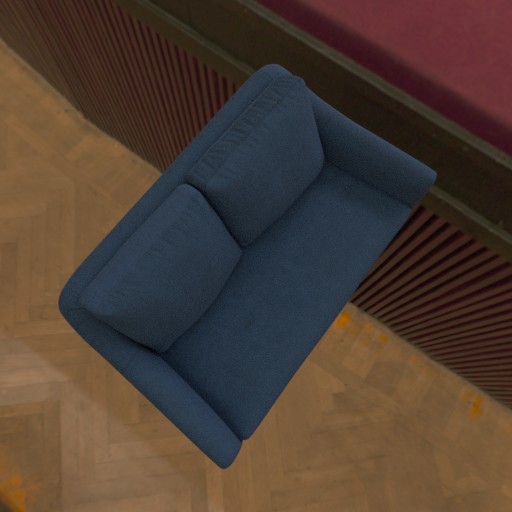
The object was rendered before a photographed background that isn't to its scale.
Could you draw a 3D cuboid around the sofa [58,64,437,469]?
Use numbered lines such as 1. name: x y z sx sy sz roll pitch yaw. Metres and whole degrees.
1. sofa: 0.000 0.000 2.122 0.960 0.902 1.619 36 78 9
